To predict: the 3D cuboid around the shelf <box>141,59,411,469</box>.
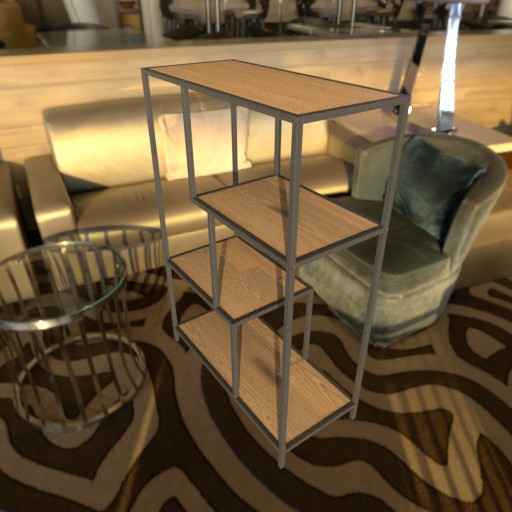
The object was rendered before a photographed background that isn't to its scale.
[{"bbox_3d":[0.000,0.000,1.519,0.350,1.138,0.770,-20,37,-30],"label":"shelf"}]
